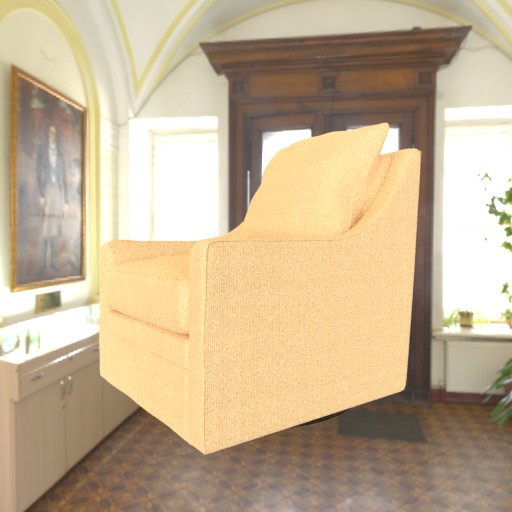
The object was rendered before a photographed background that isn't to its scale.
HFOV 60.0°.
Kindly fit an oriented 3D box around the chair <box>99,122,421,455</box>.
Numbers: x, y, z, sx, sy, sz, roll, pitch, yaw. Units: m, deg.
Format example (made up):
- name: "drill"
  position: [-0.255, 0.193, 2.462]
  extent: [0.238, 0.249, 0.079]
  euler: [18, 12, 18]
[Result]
- name: "chair"
  position: [0.000, 0.000, 1.541]
  extent: [0.876, 0.927, 0.760]
  euler: [-1, 2, -37]
